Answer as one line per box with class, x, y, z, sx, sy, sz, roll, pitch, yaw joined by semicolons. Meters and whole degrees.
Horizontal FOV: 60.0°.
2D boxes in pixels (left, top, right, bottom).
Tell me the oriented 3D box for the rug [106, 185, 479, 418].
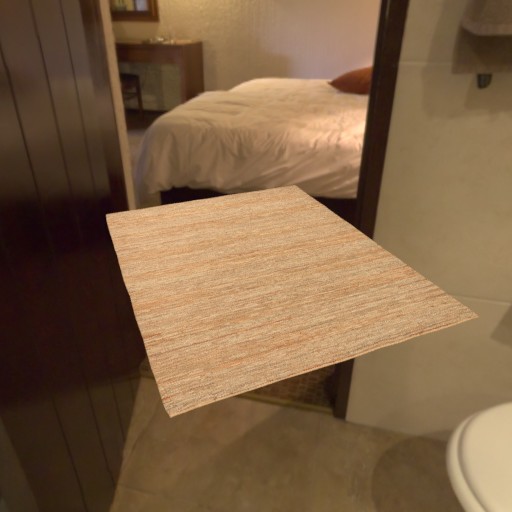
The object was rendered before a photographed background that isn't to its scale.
rug;0.000;0.000;3.987;2.313;0.009;2.939;-12;32;-20
